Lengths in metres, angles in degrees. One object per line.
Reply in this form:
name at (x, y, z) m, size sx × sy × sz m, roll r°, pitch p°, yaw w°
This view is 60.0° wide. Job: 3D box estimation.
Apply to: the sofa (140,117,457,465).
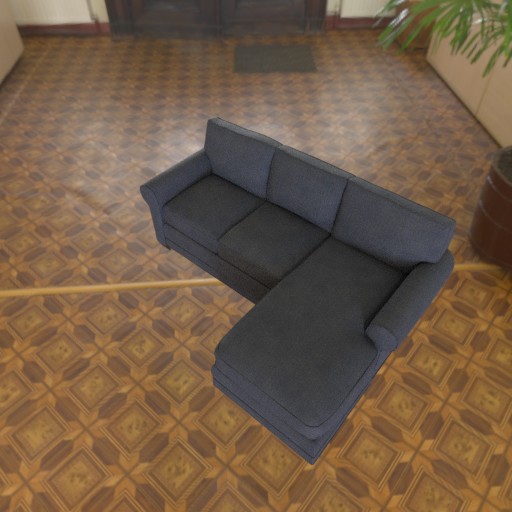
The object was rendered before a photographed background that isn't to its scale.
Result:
sofa at (0.000, 0.000, 3.540) m, size 2.567 × 1.063 × 1.780 m, roll 31°, pitch 53°, yaw 27°
